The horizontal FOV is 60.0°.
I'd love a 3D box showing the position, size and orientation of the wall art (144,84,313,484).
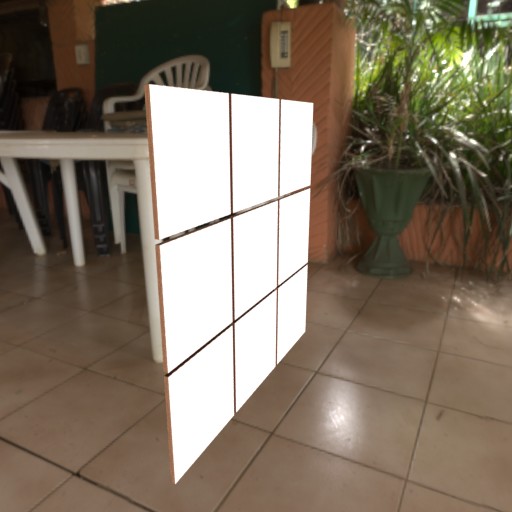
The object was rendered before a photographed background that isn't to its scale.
[{"bbox_3d":[0.000,0.000,1.839,0.017,1.246,1.256,8,19,25],"label":"wall art"}]
